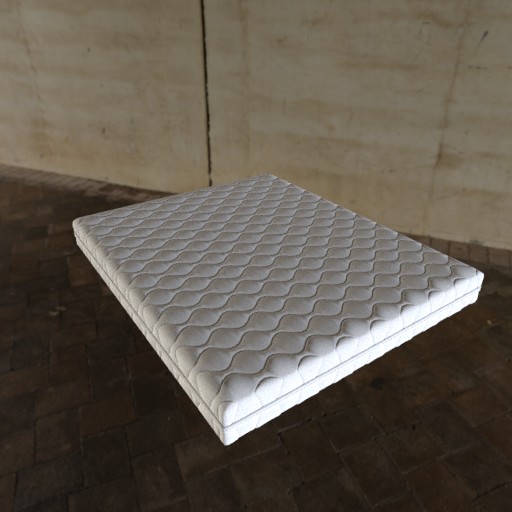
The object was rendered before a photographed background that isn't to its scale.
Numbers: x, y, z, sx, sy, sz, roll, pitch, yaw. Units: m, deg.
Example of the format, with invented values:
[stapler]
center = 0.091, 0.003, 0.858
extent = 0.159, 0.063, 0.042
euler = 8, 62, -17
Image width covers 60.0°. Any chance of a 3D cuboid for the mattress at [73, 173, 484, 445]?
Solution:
[mattress]
center = 0.000, 0.000, 2.626
extent = 1.600, 0.200, 1.900
euler = -19, 35, -30
